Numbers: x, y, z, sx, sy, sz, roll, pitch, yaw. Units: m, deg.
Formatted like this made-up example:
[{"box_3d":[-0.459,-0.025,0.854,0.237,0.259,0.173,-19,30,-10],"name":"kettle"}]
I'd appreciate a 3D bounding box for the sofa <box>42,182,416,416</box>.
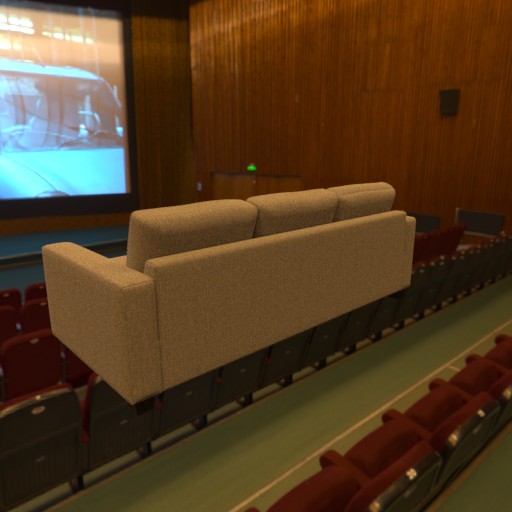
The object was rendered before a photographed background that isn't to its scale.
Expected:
[{"box_3d":[0.000,0.000,2.623,2.120,0.800,0.900,-13,20,-41],"name":"sofa"}]
